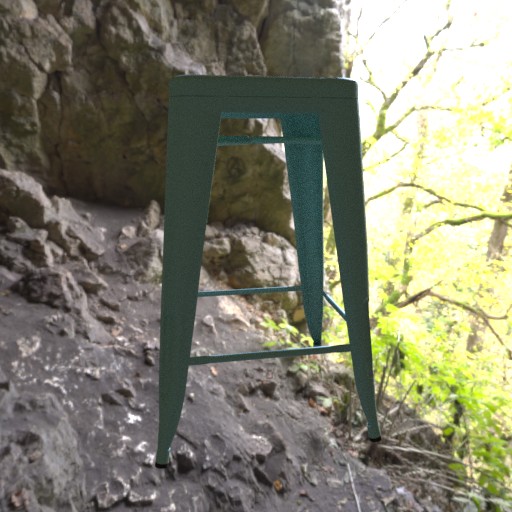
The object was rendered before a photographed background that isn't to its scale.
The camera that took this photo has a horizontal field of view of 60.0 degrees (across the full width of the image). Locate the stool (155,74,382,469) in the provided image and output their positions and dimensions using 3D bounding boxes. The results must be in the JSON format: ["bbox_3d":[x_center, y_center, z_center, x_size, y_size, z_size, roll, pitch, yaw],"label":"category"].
[{"bbox_3d":[0.000,0.000,0.840,0.399,0.609,0.359,-3,16,-10],"label":"stool"}]
